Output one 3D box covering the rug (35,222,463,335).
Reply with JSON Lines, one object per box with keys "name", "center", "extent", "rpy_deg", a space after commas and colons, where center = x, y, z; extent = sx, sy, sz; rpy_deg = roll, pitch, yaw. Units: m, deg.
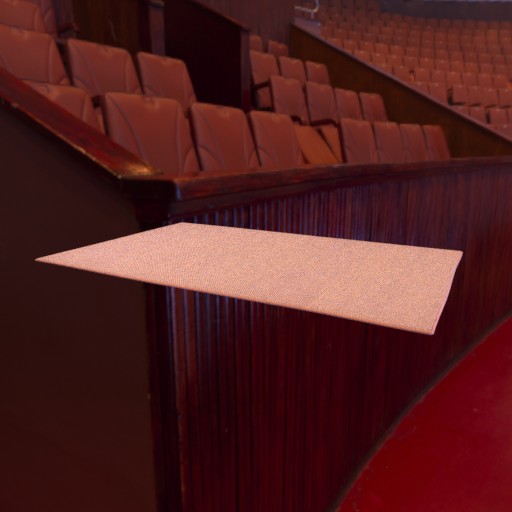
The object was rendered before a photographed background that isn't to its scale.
{"name": "rug", "center": [0.000, 0.000, 2.050], "extent": [1.678, 0.013, 1.078], "rpy_deg": [8, 16, 27]}
